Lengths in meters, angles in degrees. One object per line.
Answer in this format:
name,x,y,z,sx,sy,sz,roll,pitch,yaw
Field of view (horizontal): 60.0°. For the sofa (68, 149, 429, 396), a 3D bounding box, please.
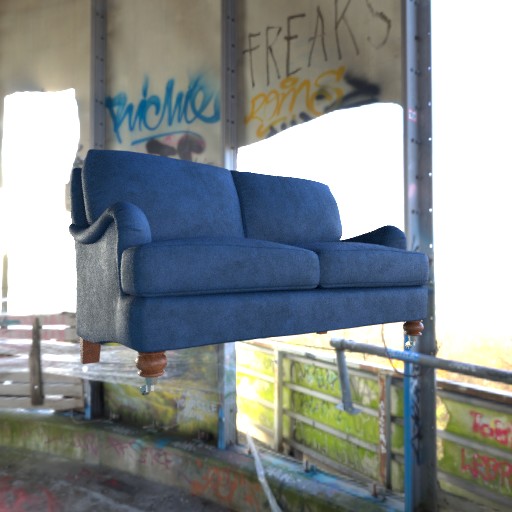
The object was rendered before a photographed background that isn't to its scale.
sofa,0.000,0.000,2.513,1.853,1.101,1.084,1,-2,-36
